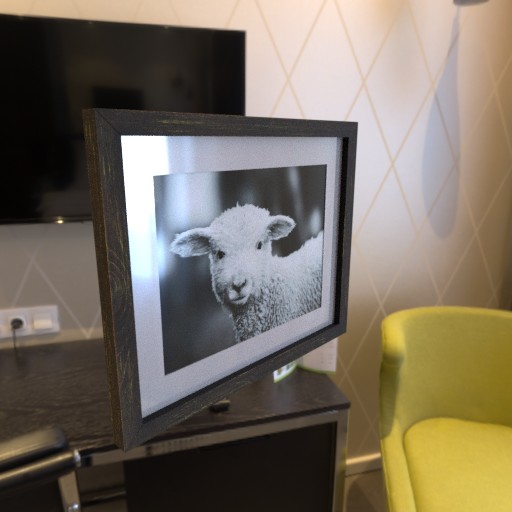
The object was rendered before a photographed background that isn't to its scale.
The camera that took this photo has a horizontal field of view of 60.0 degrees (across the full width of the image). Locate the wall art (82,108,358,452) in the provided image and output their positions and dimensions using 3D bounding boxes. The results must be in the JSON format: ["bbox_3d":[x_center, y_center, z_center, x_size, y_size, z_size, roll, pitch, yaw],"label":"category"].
[{"bbox_3d":[0.000,0.000,0.765,0.032,0.457,0.558,14,20,42],"label":"wall art"}]
